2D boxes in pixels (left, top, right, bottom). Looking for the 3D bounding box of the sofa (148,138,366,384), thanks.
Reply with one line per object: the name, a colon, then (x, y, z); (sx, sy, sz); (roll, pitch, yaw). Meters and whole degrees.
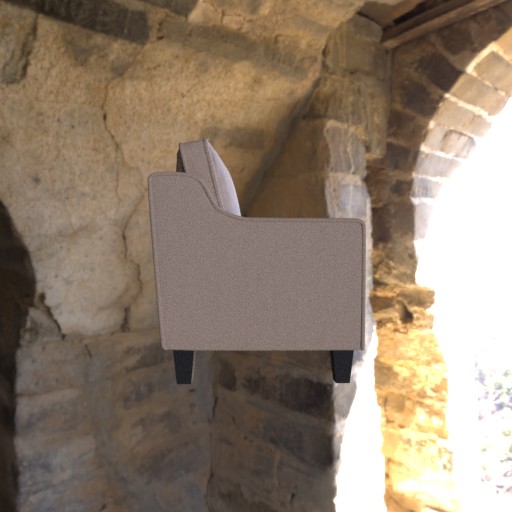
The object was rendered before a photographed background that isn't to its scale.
sofa: (0.000, 0.000, 2.580); (0.791, 0.902, 2.131); (0, 0, -1)
